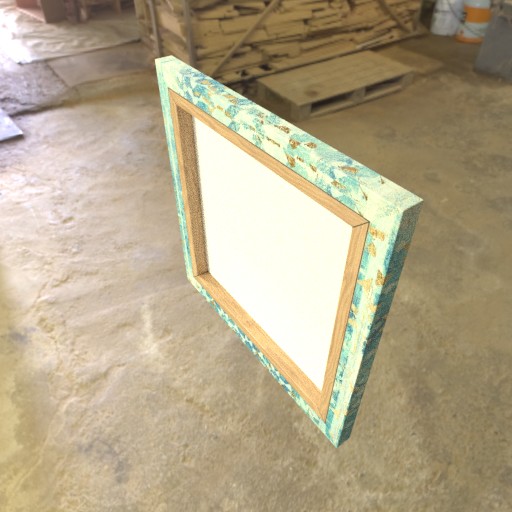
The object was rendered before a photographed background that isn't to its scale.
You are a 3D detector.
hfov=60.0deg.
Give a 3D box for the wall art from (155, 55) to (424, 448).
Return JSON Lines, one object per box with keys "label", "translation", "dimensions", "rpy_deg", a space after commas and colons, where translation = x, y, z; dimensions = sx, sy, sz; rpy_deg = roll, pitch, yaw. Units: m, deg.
{"label": "wall art", "translation": [0.000, 0.000, 0.895], "dimensions": [0.040, 0.609, 0.609], "rpy_deg": [-27, 49, -26]}
